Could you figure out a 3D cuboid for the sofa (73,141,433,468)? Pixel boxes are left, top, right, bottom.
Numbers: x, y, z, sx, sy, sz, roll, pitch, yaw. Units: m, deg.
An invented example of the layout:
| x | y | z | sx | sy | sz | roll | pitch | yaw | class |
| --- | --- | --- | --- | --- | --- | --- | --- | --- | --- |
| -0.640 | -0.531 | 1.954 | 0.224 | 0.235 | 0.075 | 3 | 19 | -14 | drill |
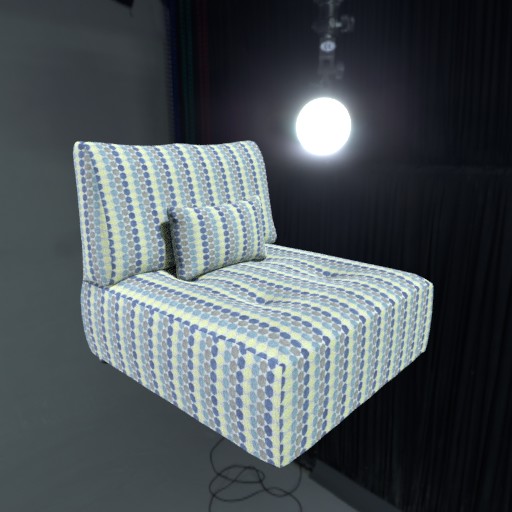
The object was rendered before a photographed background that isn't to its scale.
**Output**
| x | y | z | sx | sy | sz | roll | pitch | yaw | class |
| --- | --- | --- | --- | --- | --- | --- | --- | --- | --- |
| 0.000 | 0.000 | 1.656 | 1.000 | 0.830 | 0.930 | 13 | 20 | 41 | sofa |
